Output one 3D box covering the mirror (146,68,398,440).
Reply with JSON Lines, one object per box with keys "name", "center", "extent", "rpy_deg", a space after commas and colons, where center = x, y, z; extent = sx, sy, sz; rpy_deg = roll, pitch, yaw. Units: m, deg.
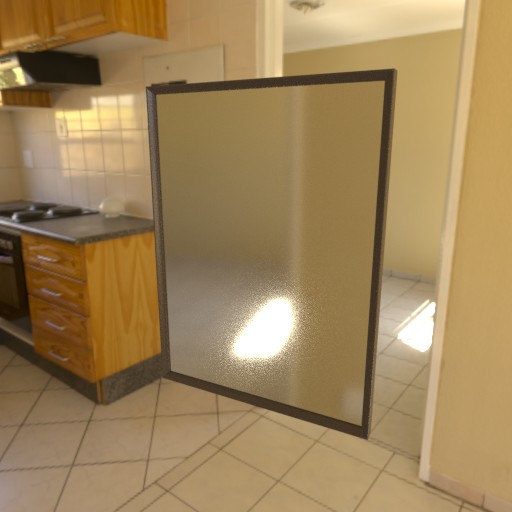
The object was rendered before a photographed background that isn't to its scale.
{"name": "mirror", "center": [0.000, 0.000, 1.363], "extent": [0.762, 1.016, 0.041], "rpy_deg": [7, 16, 27]}
